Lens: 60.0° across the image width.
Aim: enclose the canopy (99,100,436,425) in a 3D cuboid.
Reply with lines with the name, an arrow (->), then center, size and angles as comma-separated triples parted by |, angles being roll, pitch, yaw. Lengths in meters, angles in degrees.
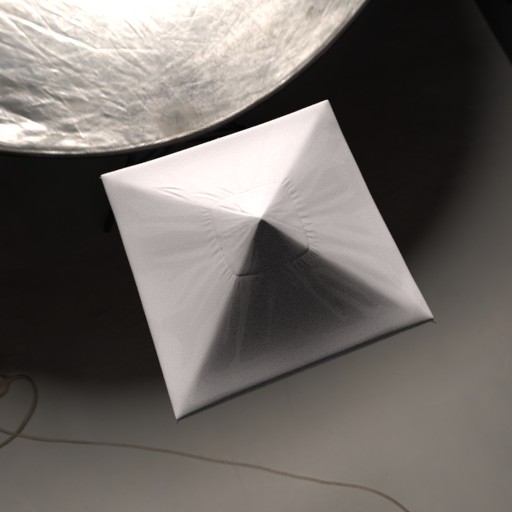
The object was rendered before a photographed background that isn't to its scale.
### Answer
canopy -> 0.000, 0.000, 5.632 | 3.043, 2.997, 3.121 | -20, 75, -5
